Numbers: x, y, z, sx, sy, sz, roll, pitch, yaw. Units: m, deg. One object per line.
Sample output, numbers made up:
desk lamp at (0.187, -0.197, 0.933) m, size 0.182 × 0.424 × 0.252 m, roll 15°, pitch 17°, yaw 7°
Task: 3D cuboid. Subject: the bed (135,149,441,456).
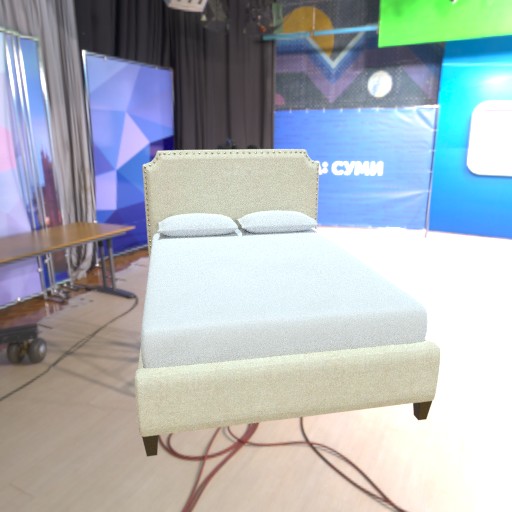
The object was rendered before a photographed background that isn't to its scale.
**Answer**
bed at (0.000, 0.000, 3.377) m, size 1.713 × 1.457 × 2.381 m, roll -3°, pitch 17°, yaw -11°
